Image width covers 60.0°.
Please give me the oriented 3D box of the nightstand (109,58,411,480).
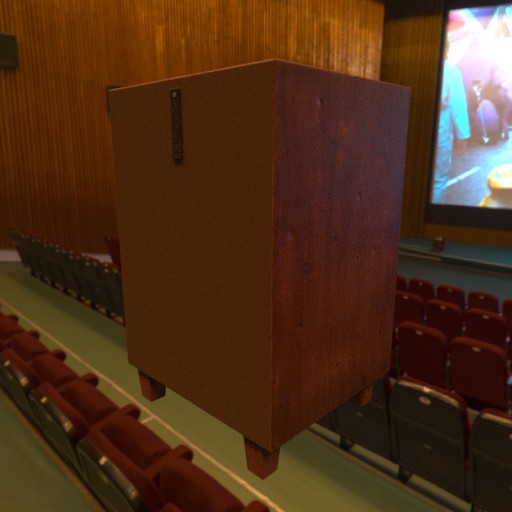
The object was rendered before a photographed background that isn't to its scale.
[{"bbox_3d":[0.000,0.000,0.977,0.465,0.695,0.410,13,18,43],"label":"nightstand"}]
